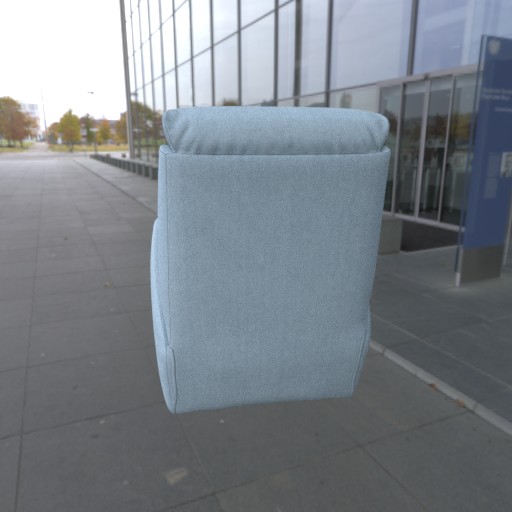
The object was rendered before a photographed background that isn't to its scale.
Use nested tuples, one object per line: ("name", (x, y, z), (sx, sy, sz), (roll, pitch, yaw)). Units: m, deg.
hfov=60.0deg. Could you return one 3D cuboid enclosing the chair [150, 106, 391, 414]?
("chair", (0.000, 0.000, 1.668), (0.812, 1.013, 0.940), (-2, 15, -9))
